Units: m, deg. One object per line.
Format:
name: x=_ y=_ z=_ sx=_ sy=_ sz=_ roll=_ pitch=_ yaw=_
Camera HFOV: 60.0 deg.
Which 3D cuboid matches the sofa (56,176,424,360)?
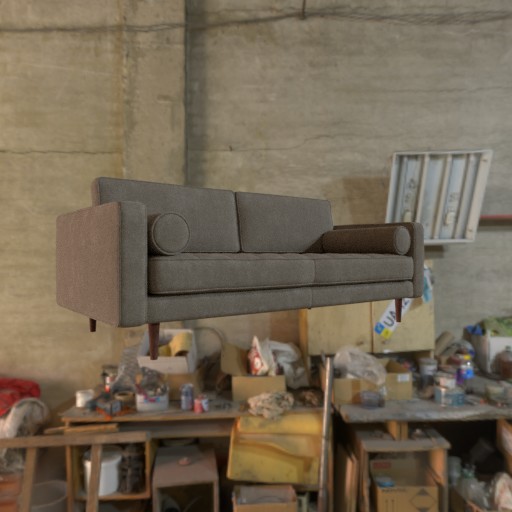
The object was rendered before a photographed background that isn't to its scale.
sofa: x=0.000 y=0.000 z=2.413 sx=1.883 sy=0.769 sz=0.920 roll=0 pitch=0 yaw=-37
